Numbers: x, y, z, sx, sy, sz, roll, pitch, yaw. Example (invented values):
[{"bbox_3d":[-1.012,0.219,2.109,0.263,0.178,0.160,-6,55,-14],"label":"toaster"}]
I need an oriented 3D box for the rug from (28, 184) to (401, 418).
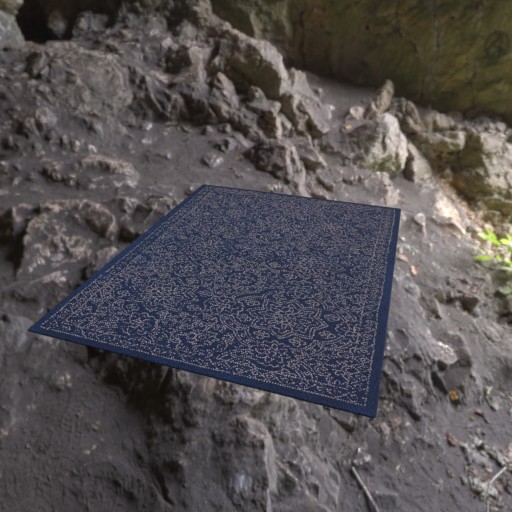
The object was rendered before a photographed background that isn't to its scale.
[{"bbox_3d":[0.000,0.000,4.078,2.438,0.010,3.048,9,31,16],"label":"rug"}]
